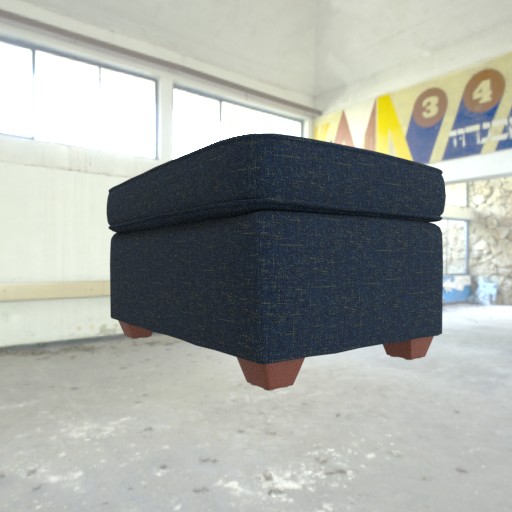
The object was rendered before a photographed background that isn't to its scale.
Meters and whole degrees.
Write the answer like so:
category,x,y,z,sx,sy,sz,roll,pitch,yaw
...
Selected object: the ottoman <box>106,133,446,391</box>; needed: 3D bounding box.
category,x,y,z,sx,sy,sz,roll,pitch,yaw
ottoman,0.000,0.000,1.111,0.549,0.450,0.749,1,-1,-36
